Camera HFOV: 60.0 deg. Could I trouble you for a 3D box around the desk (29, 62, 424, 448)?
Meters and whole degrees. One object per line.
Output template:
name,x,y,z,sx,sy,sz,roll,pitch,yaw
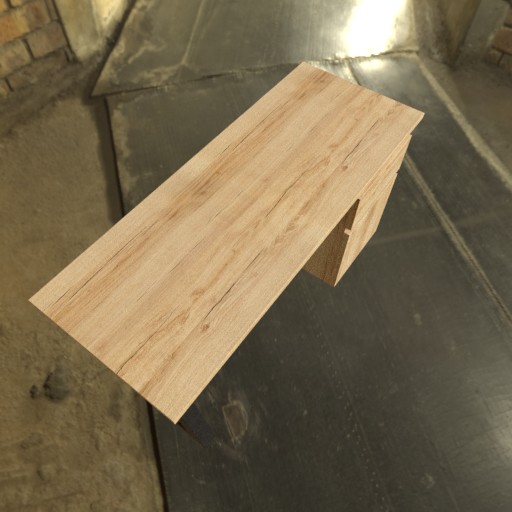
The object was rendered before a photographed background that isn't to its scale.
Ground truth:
desk,0.000,0.000,1.777,0.550,0.760,1.400,32,62,19
